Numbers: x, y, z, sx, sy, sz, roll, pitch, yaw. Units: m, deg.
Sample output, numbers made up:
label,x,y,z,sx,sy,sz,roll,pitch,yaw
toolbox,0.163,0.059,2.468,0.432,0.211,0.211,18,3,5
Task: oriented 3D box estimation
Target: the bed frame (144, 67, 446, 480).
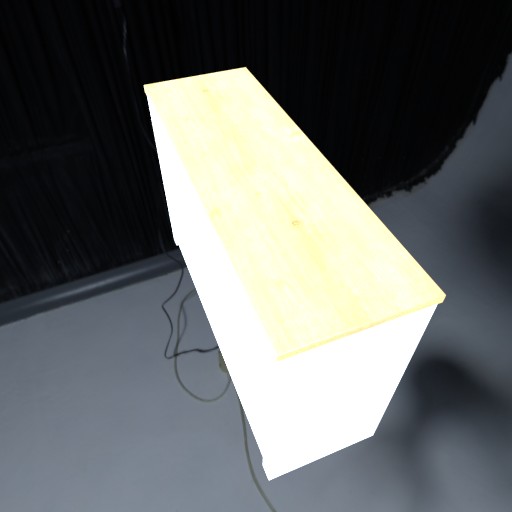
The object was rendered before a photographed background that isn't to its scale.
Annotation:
label,x,y,z,sx,sy,sz,roll,pitch,yaw
bed frame,0.000,0.000,1.694,0.430,0.850,1.300,-16,49,-15
